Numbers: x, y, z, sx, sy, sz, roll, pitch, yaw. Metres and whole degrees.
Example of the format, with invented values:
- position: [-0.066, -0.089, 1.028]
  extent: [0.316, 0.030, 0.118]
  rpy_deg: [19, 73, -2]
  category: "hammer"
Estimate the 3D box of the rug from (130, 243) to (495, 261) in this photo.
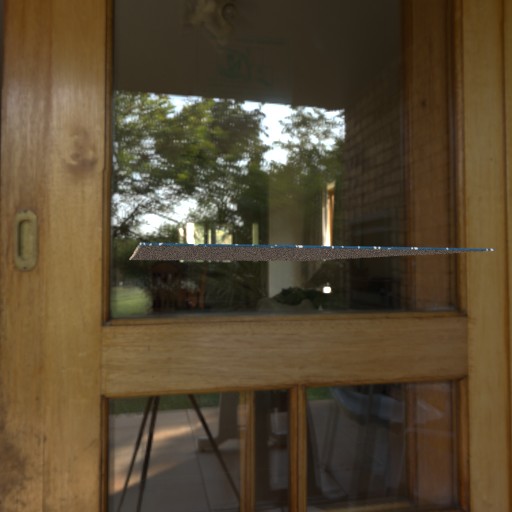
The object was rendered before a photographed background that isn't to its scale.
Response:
- position: [0.000, 0.000, 2.270]
  extent: [1.220, 0.007, 1.828]
  rpy_deg: [1, -2, -17]
  category: "rug"
